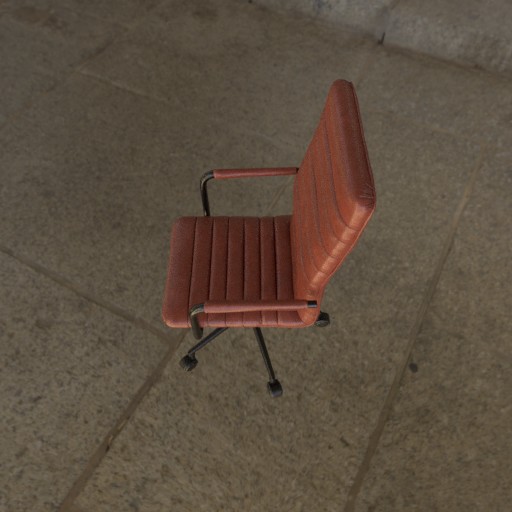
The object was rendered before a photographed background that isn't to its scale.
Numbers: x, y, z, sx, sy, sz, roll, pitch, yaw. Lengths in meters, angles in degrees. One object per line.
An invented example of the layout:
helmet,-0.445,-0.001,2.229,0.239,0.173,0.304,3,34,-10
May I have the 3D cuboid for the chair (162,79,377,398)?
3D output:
chair,0.000,0.000,1.359,0.580,0.979,0.608,0,57,0
